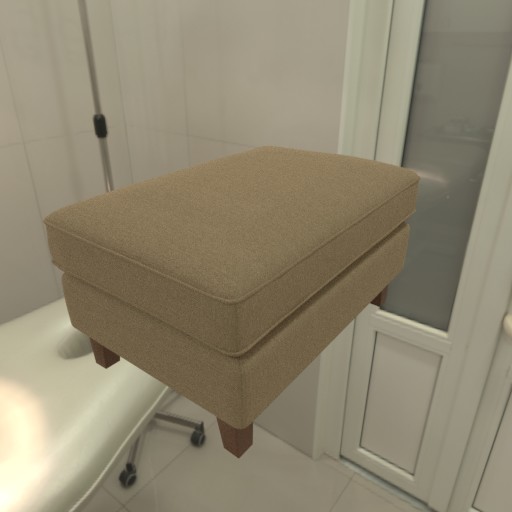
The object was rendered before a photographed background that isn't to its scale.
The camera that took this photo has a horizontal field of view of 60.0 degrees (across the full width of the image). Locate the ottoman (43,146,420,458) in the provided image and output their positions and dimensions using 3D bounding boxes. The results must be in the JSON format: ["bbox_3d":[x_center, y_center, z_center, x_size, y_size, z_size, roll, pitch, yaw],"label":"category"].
[{"bbox_3d":[0.000,0.000,1.316,0.636,0.521,0.945,19,32,33],"label":"ottoman"}]
